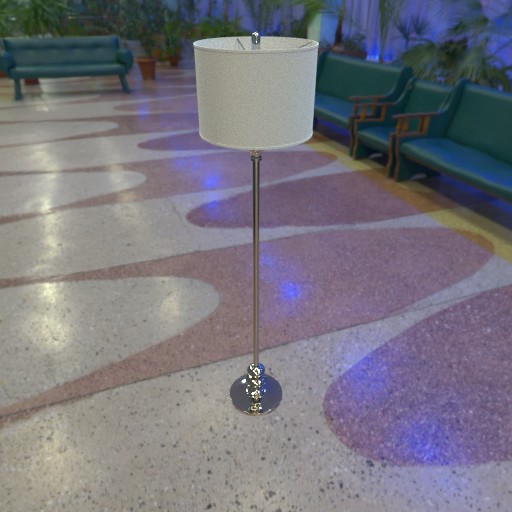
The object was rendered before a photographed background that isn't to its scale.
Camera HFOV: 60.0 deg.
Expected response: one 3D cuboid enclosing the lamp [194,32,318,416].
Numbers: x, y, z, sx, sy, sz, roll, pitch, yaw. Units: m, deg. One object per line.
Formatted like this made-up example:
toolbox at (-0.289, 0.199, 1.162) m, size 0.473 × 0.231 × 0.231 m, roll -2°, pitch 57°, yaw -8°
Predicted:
lamp at (0.000, 0.000, 1.645) m, size 0.356 × 1.487 × 0.356 m, roll -11°, pitch 33°, yaw -17°
